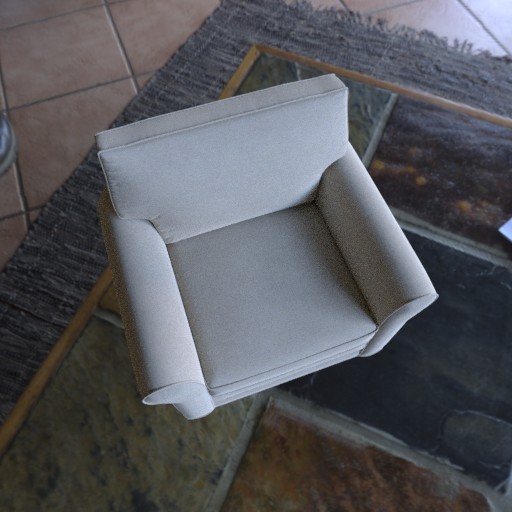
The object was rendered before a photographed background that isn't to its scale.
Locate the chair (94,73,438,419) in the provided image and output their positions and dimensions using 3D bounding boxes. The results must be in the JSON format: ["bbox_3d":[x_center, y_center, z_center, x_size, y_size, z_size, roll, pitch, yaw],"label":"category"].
[{"bbox_3d":[0.000,0.000,1.706,1.040,0.955,0.863,-17,64,-9],"label":"chair"}]
